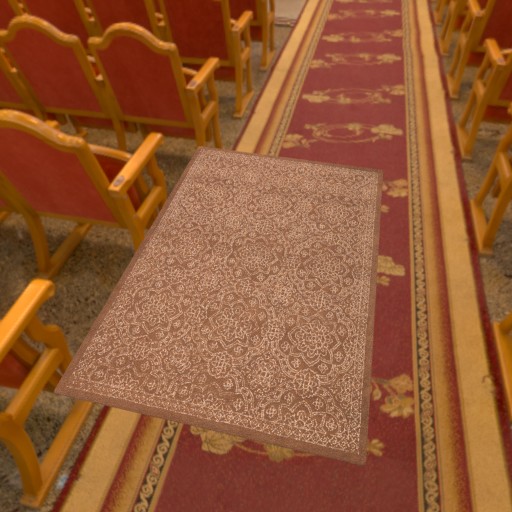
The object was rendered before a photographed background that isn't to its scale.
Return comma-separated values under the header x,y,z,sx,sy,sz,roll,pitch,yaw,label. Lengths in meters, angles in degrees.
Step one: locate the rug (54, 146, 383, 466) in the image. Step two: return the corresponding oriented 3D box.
x,y,z,sx,sy,sz,roll,pitch,yaw,label
0.000,0.000,2.840,1.524,0.011,2.286,10,47,9,rug
